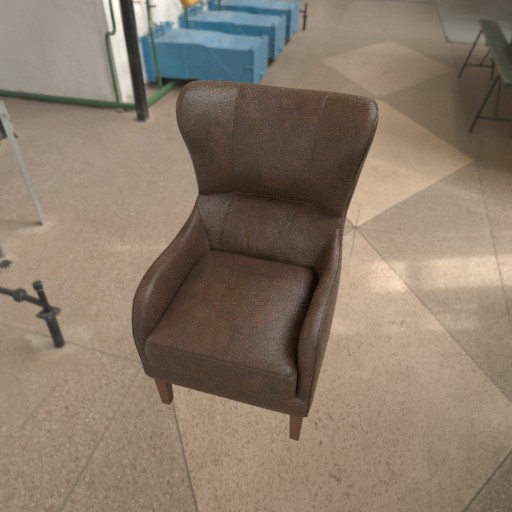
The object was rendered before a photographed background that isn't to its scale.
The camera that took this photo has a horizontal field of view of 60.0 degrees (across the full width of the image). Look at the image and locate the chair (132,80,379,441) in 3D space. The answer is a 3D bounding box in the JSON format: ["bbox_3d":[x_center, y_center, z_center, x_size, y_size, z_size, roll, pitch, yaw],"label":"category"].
[{"bbox_3d":[0.000,0.000,1.648,0.692,1.048,0.914,11,41,13],"label":"chair"}]
